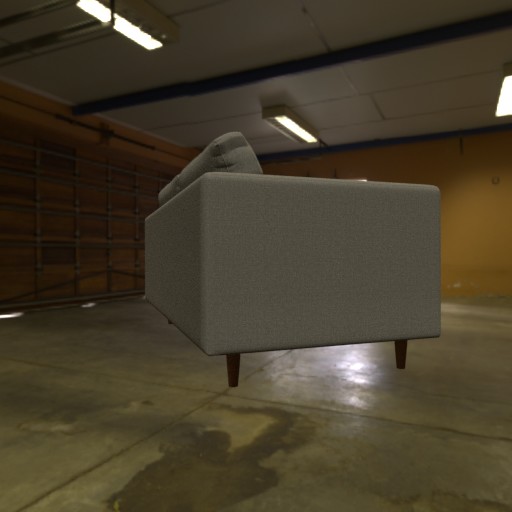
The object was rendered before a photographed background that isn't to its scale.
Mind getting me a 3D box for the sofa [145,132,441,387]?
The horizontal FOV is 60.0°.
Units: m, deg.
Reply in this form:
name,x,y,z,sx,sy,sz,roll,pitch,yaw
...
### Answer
name,x,y,z,sx,sy,sz,roll,pitch,yaw
sofa,0.000,0.000,2.255,0.940,0.866,1.713,0,1,-20
